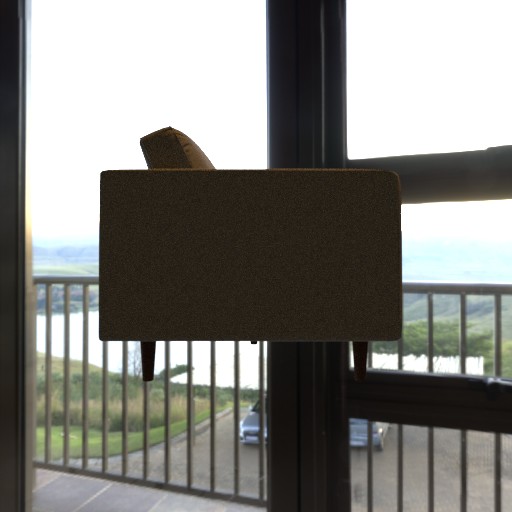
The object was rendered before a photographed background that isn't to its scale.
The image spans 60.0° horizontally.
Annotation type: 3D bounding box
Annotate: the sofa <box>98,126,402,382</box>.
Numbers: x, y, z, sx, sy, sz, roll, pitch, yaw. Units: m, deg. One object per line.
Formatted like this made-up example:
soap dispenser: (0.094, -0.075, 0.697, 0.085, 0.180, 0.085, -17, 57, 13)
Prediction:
sofa: (0.000, 0.000, 2.268, 1.000, 0.900, 1.731, 0, -1, 0)
